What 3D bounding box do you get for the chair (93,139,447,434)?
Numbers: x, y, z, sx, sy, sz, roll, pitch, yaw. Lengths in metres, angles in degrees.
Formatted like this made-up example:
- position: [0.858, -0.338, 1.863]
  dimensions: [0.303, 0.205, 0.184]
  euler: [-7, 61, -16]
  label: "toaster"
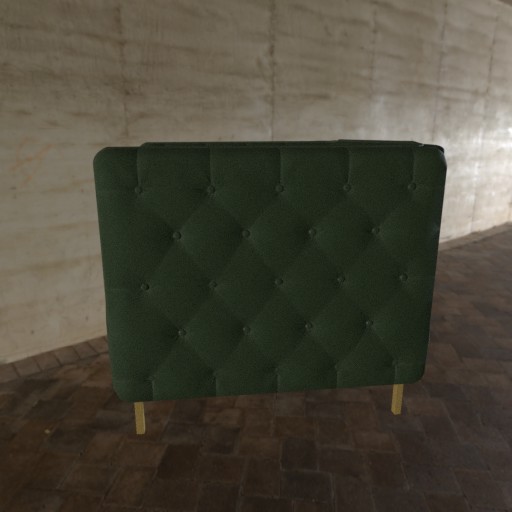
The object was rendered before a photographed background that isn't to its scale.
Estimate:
- position: [0.000, 0.000, 1.517]
  dimensions: [0.855, 0.768, 0.917]
  euler: [-2, 15, -7]
  label: "chair"
